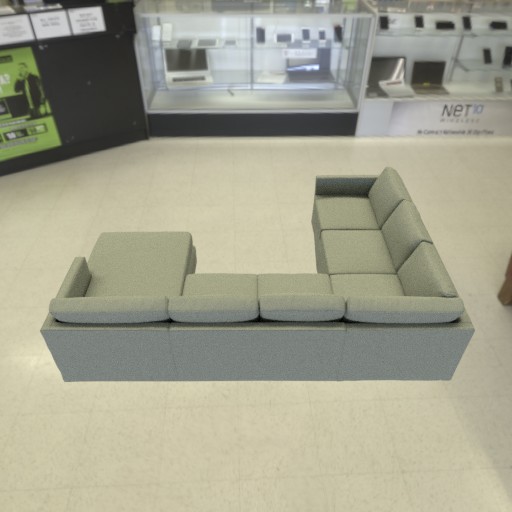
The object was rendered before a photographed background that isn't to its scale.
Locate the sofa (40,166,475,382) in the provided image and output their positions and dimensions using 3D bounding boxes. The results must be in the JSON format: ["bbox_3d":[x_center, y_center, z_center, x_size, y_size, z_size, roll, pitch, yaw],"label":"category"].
[{"bbox_3d":[0.000,0.000,4.555,3.460,0.882,2.427,0,40,0],"label":"sofa"}]
